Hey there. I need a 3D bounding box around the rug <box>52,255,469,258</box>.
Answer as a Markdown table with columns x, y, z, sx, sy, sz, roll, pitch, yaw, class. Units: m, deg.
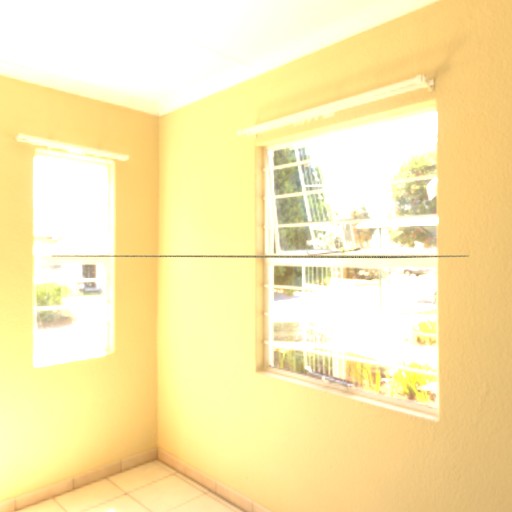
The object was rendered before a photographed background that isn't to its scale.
| x | y | z | sx | sy | sz | roll | pitch | yaw | class |
| --- | --- | --- | --- | --- | --- | --- | --- | --- | --- |
| 0.000 | 0.000 | 2.219 | 1.752 | 0.006 | 1.142 | 0 | 0 | 36 | rug |
